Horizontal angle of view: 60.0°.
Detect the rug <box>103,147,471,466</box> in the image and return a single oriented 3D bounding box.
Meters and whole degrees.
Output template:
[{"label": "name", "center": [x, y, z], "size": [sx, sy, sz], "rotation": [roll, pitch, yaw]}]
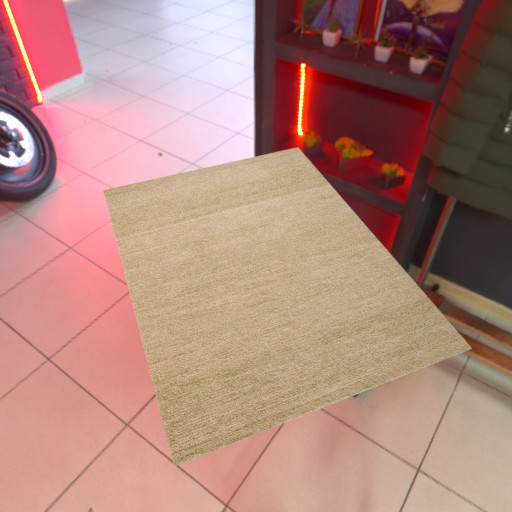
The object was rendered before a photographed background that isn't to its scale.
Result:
[{"label": "rug", "center": [0.000, 0.000, 4.255], "size": [2.425, 0.016, 3.198], "rotation": [-16, 47, -15]}]
